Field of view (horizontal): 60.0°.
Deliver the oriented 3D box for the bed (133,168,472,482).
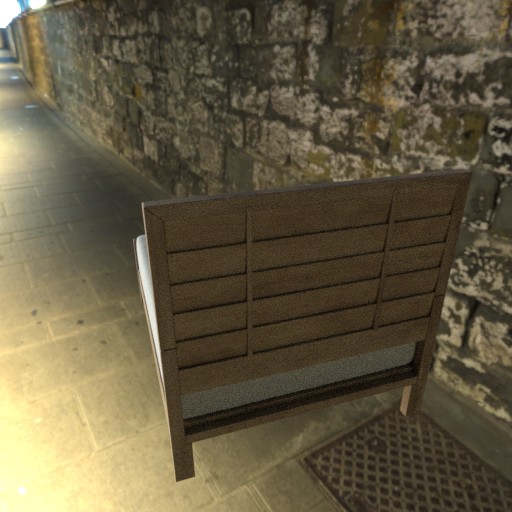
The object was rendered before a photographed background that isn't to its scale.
[{"bbox_3d":[0.000,0.000,3.201,1.615,1.631,2.017,-8,28,-16],"label":"bed"}]
